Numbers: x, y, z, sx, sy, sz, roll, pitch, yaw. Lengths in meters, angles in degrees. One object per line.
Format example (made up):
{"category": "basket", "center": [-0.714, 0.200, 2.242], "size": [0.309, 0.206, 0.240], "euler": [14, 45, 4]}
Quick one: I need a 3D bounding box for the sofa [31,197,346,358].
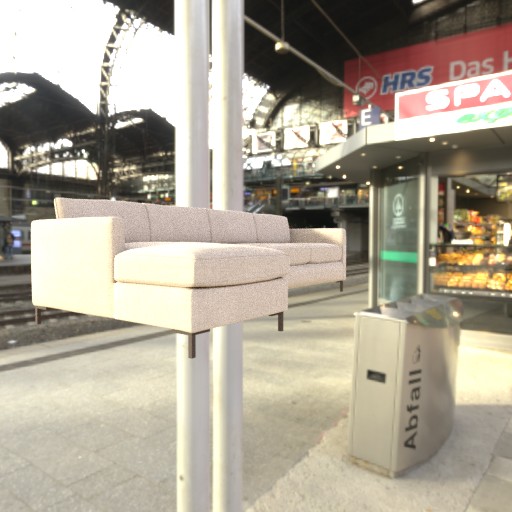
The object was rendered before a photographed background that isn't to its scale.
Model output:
{"category": "sofa", "center": [0.000, 0.000, 3.531], "size": [1.469, 0.816, 2.923], "euler": [1, 2, 36]}
